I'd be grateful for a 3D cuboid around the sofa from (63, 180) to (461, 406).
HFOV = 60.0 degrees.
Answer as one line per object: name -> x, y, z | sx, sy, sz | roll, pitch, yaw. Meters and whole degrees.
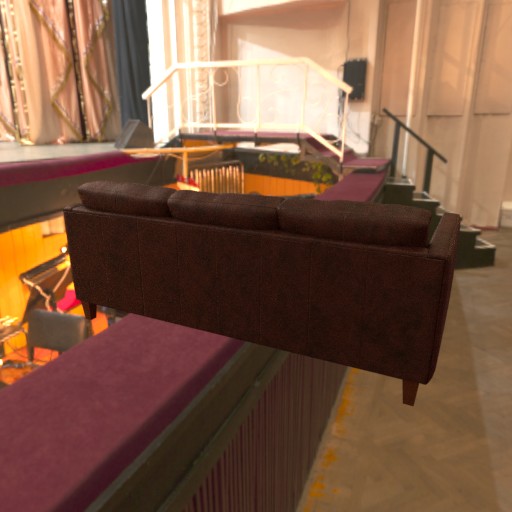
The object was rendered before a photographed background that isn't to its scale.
sofa -> 0.000, 0.000, 3.025 | 2.464, 1.006, 1.045 | 9, 20, 25
